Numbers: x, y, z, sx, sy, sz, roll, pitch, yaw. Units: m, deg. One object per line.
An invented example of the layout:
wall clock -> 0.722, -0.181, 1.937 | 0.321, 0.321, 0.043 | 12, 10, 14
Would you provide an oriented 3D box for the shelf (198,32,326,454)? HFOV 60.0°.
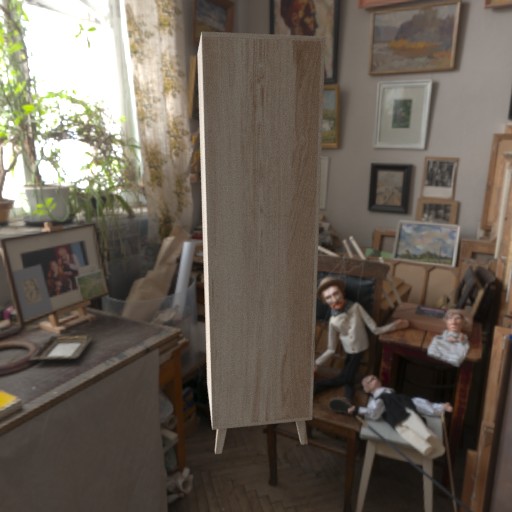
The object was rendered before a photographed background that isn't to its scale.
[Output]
shelf -> 0.000, 0.000, 2.246 | 0.510, 1.960, 0.450 | -2, 14, -9
